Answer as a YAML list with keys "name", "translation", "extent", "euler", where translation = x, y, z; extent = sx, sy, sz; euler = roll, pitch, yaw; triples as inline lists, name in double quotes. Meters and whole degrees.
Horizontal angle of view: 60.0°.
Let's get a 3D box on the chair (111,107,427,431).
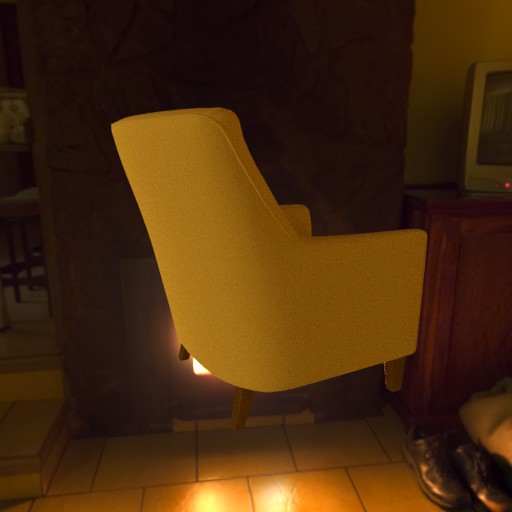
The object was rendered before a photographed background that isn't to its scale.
- name: "chair"
  translation: [0.000, 0.000, 1.543]
  extent: [0.879, 0.916, 0.756]
  euler: [-7, 16, -27]
